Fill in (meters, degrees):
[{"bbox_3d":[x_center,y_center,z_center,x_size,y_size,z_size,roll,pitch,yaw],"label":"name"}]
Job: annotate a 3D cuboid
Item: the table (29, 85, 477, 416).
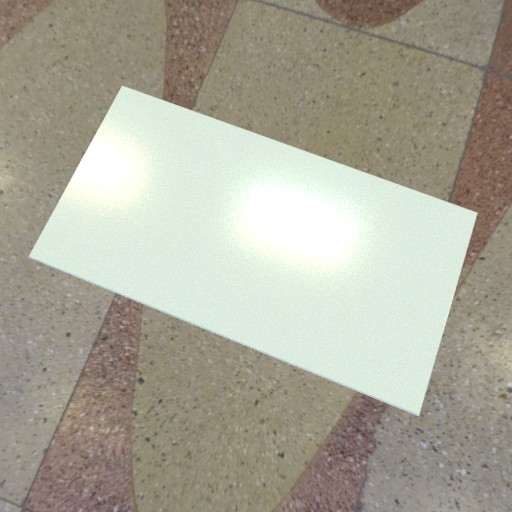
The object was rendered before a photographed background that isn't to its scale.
[{"bbox_3d":[0.000,0.000,1.398,1.067,0.457,0.559,21,76,5],"label":"table"}]
